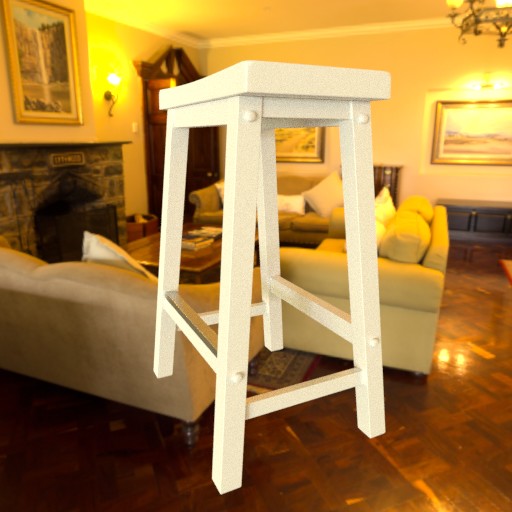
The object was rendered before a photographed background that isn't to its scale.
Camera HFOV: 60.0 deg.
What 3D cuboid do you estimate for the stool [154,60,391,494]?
[{"bbox_3d":[0.000,0.000,0.831,0.322,0.610,0.406,-7,17,-26],"label":"stool"}]
